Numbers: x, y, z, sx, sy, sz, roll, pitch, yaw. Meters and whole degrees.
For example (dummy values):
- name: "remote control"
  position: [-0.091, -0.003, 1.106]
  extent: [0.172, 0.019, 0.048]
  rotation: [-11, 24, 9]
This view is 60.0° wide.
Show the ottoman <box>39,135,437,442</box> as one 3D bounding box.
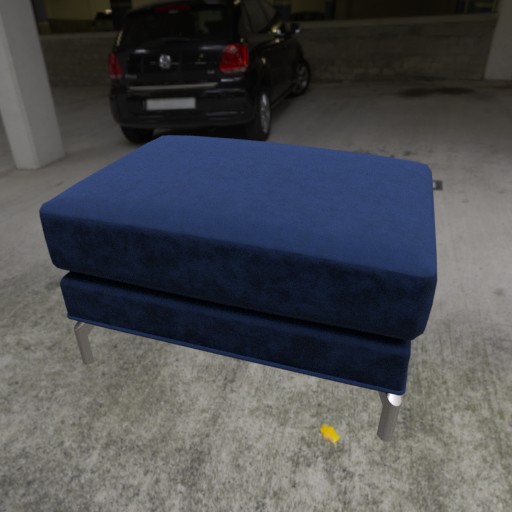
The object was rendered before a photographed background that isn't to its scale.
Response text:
- name: "ottoman"
  position: [0.000, 0.000, 1.187]
  extent: [0.835, 0.498, 0.587]
  rotation: [9, 32, 15]
